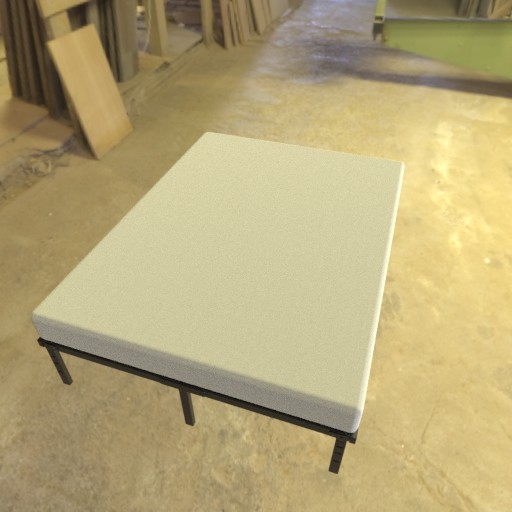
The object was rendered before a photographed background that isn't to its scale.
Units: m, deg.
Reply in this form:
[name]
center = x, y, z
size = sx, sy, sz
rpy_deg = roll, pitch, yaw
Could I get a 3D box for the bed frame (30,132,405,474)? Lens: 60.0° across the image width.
[bed frame]
center = 0.000, 0.000, 3.517
size = 1.990, 0.680, 2.635
rpy_deg = 12, 42, 14
